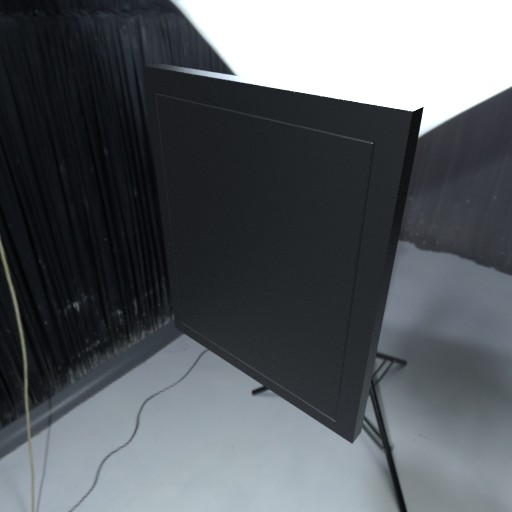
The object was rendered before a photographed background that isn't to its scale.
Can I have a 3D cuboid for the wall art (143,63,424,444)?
[{"bbox_3d":[0.000,0.000,0.751,0.461,0.558,0.031,24,39,34],"label":"wall art"}]
